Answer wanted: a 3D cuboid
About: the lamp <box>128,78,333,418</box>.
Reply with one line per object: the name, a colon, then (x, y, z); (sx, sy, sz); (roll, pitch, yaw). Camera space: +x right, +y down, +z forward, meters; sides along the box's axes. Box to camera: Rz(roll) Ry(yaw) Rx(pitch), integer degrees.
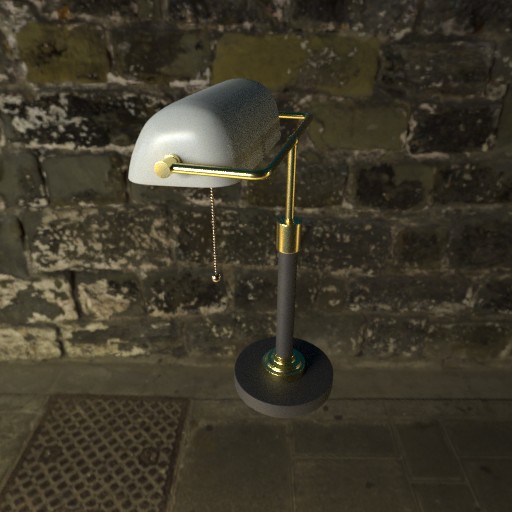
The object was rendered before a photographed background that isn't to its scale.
lamp: (0.000, 0.000, 0.566); (0.227, 0.404, 0.269); (8, 30, 13)
